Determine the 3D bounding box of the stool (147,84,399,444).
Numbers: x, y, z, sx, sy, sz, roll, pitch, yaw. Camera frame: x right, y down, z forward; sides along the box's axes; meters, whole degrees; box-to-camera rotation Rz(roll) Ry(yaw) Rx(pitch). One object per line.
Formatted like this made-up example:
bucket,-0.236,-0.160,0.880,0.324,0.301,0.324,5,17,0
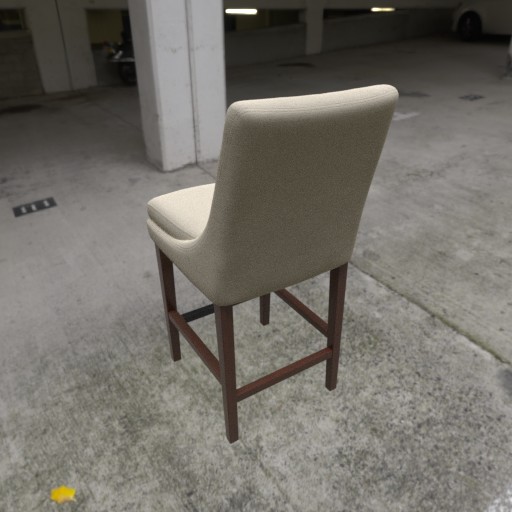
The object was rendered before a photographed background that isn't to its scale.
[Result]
stool,0.000,0.000,1.303,0.470,0.981,0.577,-17,34,-28
